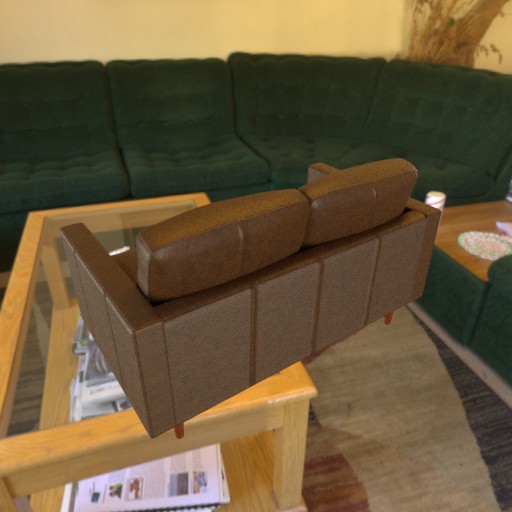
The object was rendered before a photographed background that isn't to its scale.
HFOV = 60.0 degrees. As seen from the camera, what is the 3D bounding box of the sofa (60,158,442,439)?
[{"bbox_3d":[0.000,0.000,2.186,1.578,0.951,0.909,-20,36,-30],"label":"sofa"}]
